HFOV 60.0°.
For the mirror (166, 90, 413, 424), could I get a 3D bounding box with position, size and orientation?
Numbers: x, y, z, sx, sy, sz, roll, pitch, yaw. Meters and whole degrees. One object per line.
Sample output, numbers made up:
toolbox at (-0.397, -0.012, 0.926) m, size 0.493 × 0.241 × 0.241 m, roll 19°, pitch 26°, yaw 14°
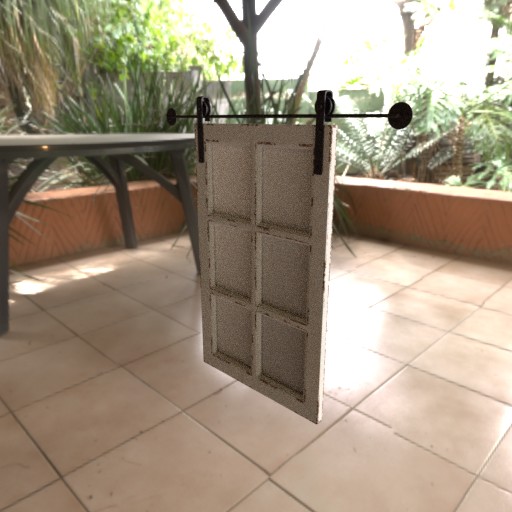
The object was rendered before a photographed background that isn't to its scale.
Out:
mirror at (0.000, 0.000, 1.224) m, size 0.808 × 0.844 × 0.037 m, roll 16°, pitch 23°, yaw 41°
